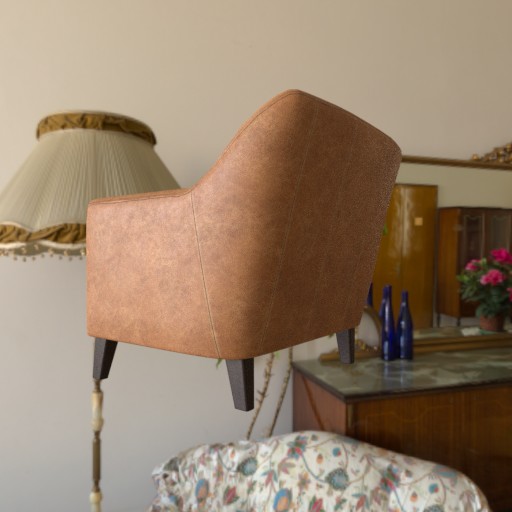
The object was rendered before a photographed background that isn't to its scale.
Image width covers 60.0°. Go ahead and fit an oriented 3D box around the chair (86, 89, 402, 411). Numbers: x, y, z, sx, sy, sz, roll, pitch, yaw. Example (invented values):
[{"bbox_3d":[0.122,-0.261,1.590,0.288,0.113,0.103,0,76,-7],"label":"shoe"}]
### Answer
[{"bbox_3d":[0.000,0.000,1.868,1.034,0.980,1.037,0,0,37],"label":"chair"}]
